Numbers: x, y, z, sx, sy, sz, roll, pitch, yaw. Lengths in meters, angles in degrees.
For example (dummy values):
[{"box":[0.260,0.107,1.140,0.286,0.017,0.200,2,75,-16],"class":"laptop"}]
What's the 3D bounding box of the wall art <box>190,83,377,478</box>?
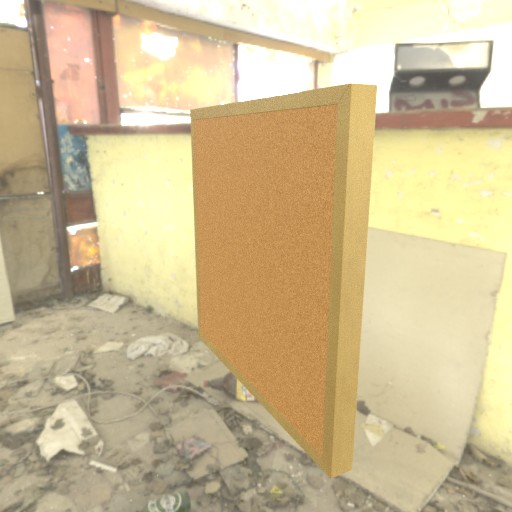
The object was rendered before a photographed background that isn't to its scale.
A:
[{"box":[0.000,0.000,0.766,0.038,0.508,0.508,-8,17,-27],"class":"wall art"}]
